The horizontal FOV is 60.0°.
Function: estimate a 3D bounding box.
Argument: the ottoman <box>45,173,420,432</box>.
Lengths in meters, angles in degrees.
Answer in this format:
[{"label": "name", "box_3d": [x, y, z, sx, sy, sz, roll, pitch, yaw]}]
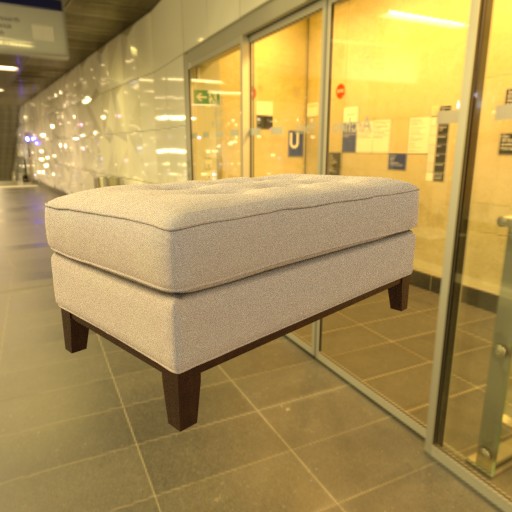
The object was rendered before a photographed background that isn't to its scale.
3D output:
[{"label": "ottoman", "box_3d": [0.000, 0.000, 1.502, 0.648, 0.508, 1.143, 13, 19, 43]}]
